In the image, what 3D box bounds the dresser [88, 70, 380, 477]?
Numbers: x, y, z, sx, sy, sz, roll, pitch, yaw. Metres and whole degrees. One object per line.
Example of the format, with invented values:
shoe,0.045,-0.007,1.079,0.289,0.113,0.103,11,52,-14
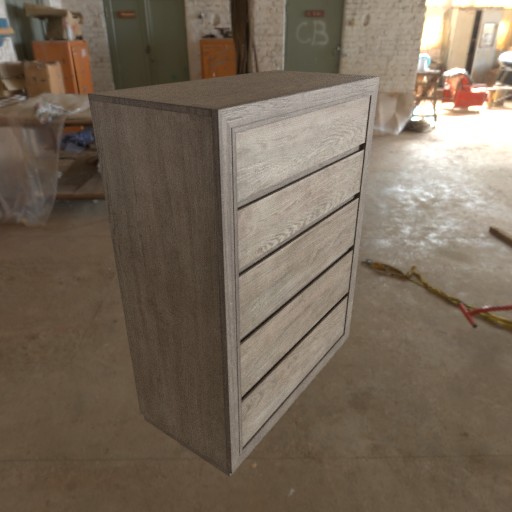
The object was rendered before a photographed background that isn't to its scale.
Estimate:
dresser,0.000,0.000,1.777,0.483,1.295,0.967,18,32,31
